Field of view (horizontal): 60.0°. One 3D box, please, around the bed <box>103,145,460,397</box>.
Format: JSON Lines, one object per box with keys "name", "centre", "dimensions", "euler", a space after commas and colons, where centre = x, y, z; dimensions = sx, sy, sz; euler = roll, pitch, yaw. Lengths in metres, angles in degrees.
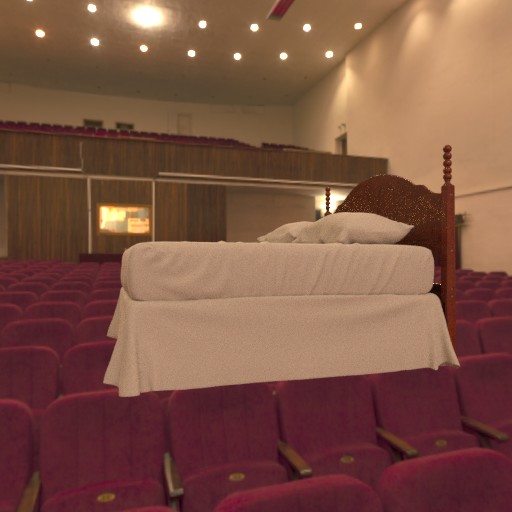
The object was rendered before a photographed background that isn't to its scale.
{"name": "bed", "centre": [0.000, 0.000, 3.174], "dimensions": [2.040, 1.356, 1.873], "euler": [0, -1, -18]}
